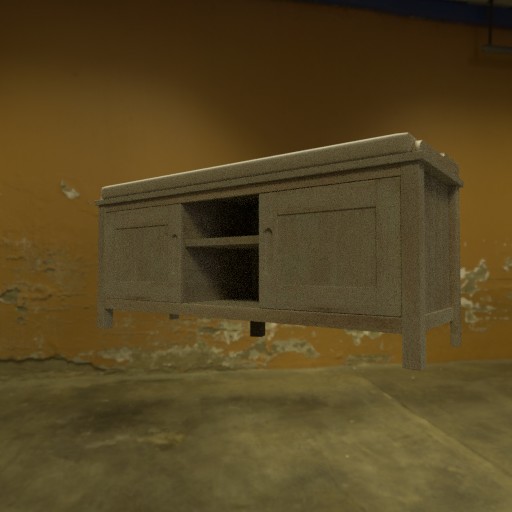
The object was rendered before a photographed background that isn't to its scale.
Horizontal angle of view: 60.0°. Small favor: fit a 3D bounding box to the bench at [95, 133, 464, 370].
[{"bbox_3d":[0.000,0.000,1.402,1.140,0.501,0.398,-1,-2,36],"label":"bench"}]
